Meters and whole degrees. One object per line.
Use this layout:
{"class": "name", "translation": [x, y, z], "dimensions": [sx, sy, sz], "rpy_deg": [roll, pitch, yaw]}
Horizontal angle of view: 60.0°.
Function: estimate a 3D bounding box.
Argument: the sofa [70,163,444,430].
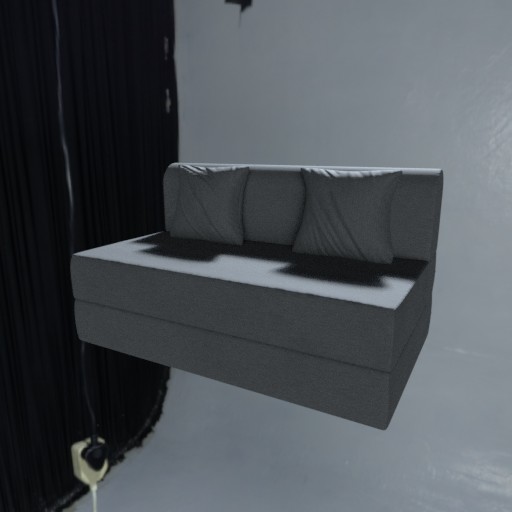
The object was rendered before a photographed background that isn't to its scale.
{"class": "sofa", "translation": [0.000, 0.000, 1.720], "dimensions": [1.225, 0.670, 0.762], "rpy_deg": [8, 16, 28]}
